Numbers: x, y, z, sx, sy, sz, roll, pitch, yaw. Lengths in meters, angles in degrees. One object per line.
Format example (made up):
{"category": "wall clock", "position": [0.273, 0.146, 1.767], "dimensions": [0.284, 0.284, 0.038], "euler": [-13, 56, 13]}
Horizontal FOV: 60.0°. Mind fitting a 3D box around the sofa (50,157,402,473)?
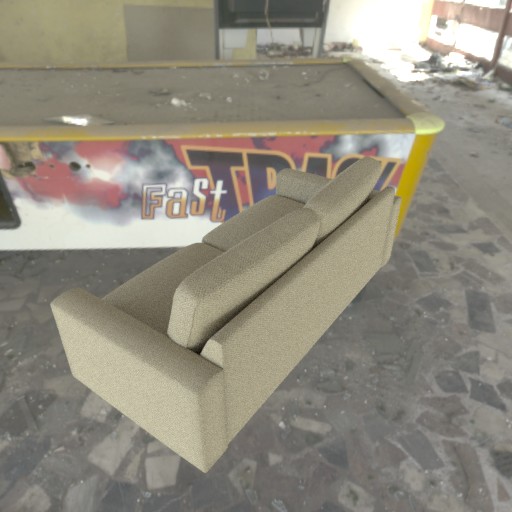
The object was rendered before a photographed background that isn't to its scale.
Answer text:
{"category": "sofa", "position": [0.000, 0.000, 2.740], "dimensions": [1.016, 0.873, 2.179], "euler": [21, 38, 29]}
